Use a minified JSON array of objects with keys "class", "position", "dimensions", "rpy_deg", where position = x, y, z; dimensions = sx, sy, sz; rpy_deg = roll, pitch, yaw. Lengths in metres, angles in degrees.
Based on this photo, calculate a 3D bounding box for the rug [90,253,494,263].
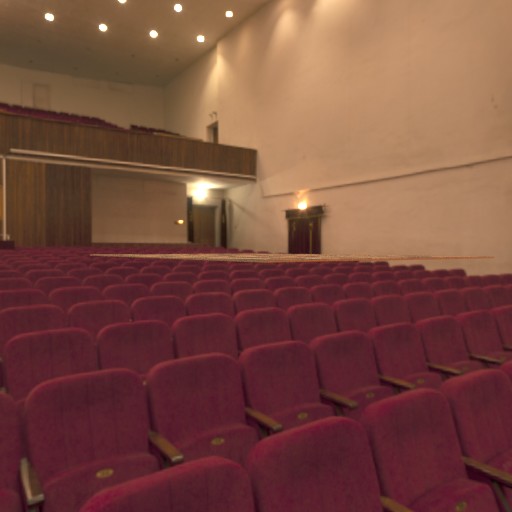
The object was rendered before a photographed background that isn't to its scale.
[{"class":"rug","position":[0.000,0.000,2.266],"dimensions":[1.202,0.006,1.813],"rpy_deg":[-1,1,-34]}]
